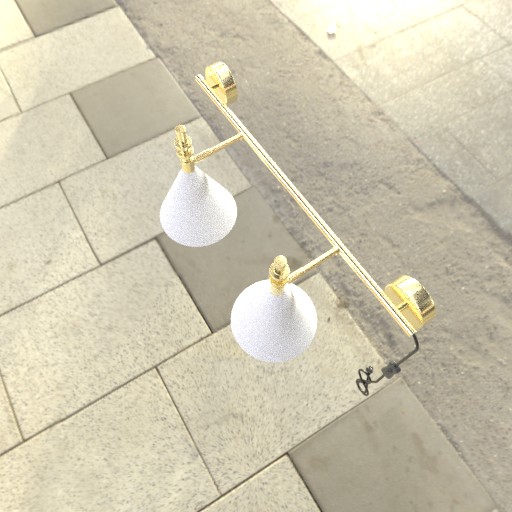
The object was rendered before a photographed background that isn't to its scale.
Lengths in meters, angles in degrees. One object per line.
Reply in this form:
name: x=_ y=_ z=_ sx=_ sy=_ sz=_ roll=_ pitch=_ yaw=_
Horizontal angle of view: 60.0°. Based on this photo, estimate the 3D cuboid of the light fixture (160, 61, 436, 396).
light fixture: x=0.000 y=0.000 z=0.853 sx=0.239 sy=0.468 sz=0.642 roll=-31 pitch=68 yaw=-14
